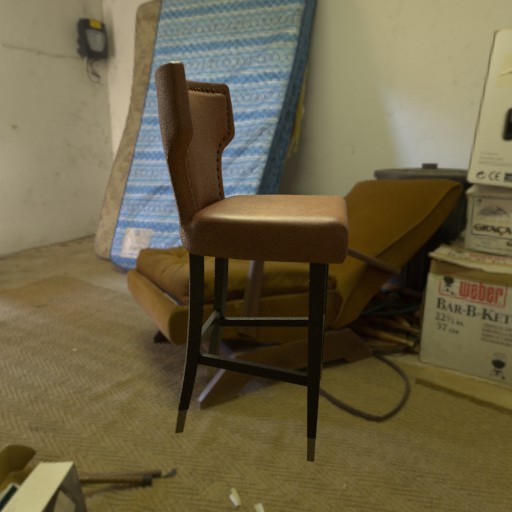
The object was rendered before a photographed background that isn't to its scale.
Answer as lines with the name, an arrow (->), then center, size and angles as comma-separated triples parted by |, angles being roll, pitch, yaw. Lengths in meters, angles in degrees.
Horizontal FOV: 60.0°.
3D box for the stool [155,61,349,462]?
stool -> 0.000, 0.000, 1.415 | 0.563, 1.092, 0.526 | 3, 15, 10
